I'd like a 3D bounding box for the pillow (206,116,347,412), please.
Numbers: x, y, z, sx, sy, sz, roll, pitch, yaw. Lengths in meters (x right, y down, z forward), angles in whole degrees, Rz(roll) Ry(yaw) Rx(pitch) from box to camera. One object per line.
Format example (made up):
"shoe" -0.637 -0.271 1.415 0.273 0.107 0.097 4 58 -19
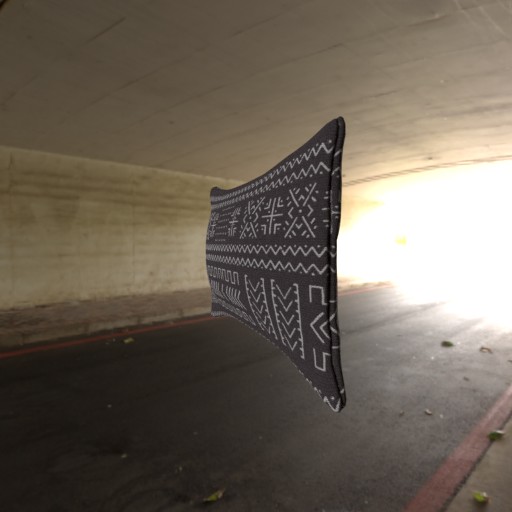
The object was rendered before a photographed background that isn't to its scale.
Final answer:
"pillow" 0.000 0.000 0.792 0.135 0.322 0.667 -1 2 -17
